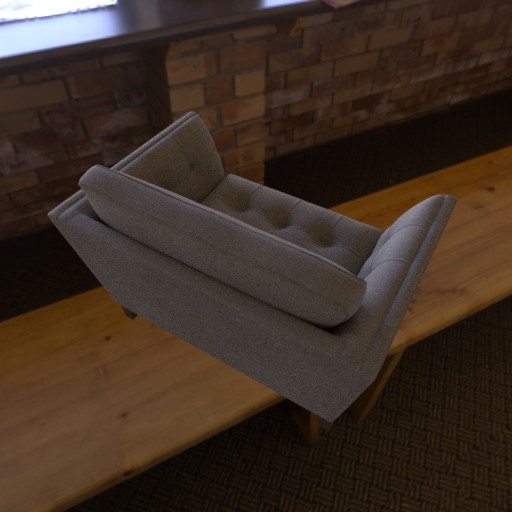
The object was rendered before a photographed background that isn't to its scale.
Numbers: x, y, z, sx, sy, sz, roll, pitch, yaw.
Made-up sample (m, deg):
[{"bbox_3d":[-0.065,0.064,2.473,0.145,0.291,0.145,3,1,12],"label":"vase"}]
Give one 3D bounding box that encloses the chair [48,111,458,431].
[{"bbox_3d":[0.000,0.000,2.032,1.396,0.942,0.965,24,51,21],"label":"chair"}]
